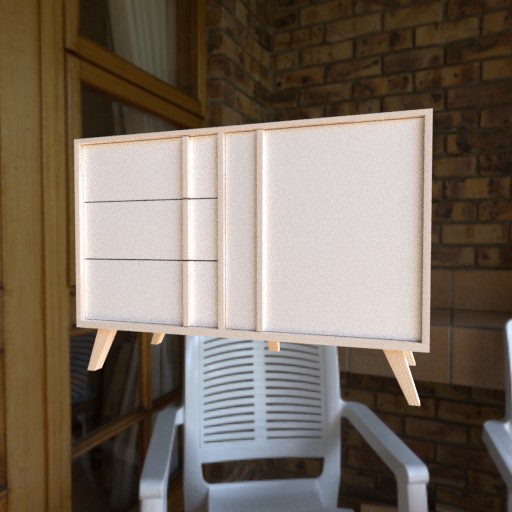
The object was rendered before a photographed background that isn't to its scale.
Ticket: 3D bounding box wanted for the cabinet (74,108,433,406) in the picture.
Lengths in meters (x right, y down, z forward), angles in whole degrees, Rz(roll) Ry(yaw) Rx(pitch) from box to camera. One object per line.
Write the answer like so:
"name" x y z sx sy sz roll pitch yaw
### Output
"cabinet" 0.000 0.000 1.552 1.110 0.780 0.500 1 2 18
